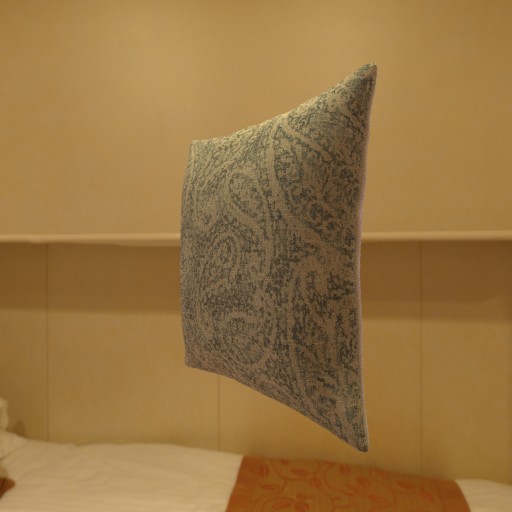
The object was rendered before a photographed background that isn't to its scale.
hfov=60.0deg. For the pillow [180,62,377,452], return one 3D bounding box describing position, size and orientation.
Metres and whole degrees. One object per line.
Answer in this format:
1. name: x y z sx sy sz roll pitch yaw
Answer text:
1. pillow: 0.000 0.000 0.789 0.166 0.510 0.523 0 1 -36
